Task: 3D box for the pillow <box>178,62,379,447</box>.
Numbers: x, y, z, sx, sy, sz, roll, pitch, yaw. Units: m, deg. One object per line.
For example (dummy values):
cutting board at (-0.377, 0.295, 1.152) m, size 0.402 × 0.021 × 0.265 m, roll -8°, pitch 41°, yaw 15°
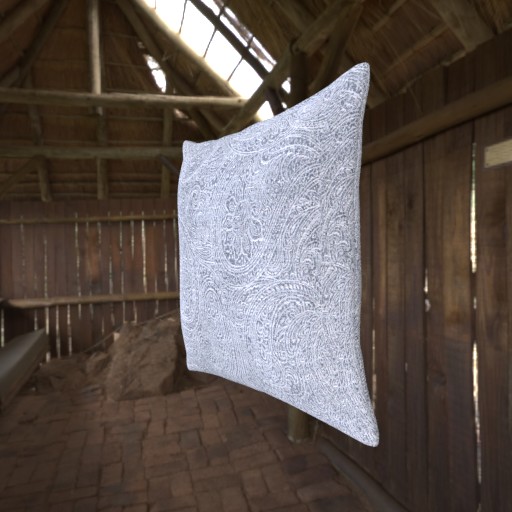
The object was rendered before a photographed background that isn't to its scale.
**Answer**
pillow at (0.000, 0.000, 0.785) m, size 0.166 × 0.510 × 0.523 m, roll 0°, pitch 0°, yaw -36°
